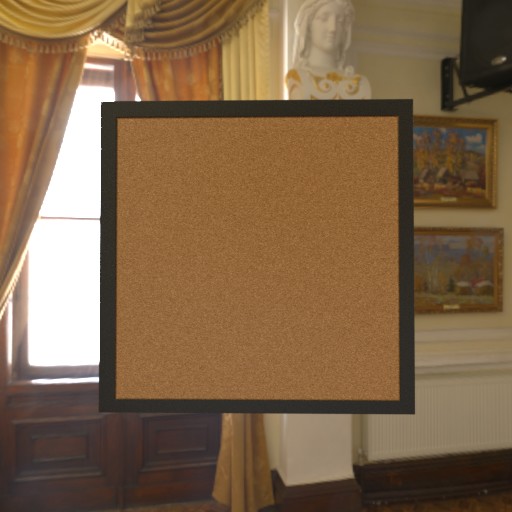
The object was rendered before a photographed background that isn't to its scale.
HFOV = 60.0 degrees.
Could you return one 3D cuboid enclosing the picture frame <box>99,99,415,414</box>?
[{"bbox_3d":[0.000,0.000,0.513,0.355,0.353,0.029,0,-1,1],"label":"picture frame"}]
